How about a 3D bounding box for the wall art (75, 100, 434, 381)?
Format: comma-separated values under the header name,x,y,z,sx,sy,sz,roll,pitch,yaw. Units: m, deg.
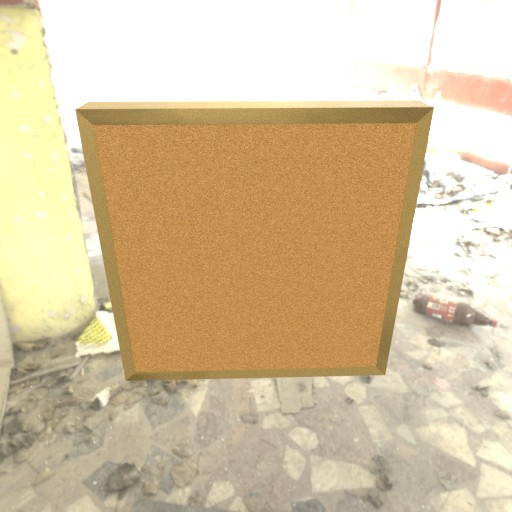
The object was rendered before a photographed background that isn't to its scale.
name,x,y,z,sx,sy,sz,roll,pitch,yaw
wall art,0.000,0.000,0.464,0.304,0.305,0.038,-1,28,-2
